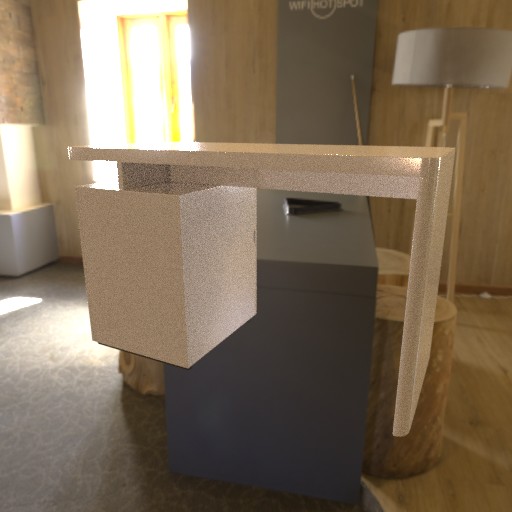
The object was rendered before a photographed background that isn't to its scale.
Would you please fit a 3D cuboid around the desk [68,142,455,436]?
[{"bbox_3d":[0.000,0.000,1.591,1.200,0.760,0.550,8,18,26],"label":"desk"}]
